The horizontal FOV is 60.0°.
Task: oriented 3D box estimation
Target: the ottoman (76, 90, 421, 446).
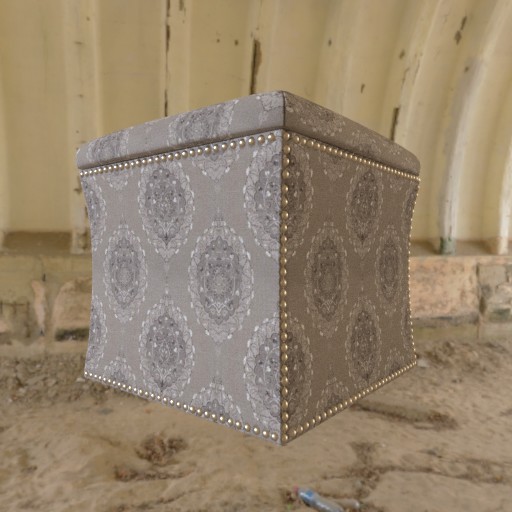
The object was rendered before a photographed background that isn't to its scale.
[{"bbox_3d":[0.000,0.000,0.869,0.497,0.473,0.507,1,2,39],"label":"ottoman"}]
